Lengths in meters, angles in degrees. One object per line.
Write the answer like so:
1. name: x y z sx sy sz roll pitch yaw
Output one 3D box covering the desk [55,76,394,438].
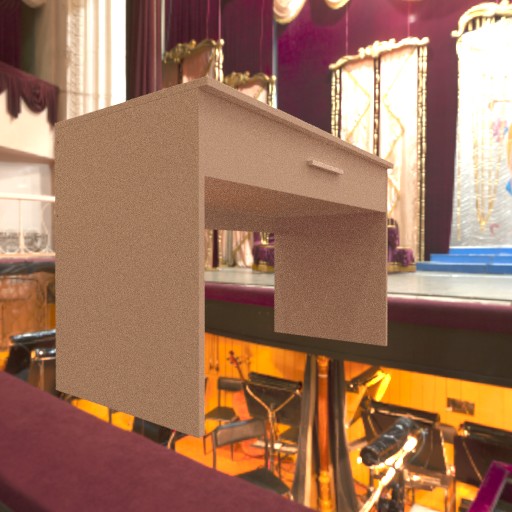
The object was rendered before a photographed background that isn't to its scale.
1. desk: 0.000 0.000 1.493 0.560 0.730 1.100 0 1 36
